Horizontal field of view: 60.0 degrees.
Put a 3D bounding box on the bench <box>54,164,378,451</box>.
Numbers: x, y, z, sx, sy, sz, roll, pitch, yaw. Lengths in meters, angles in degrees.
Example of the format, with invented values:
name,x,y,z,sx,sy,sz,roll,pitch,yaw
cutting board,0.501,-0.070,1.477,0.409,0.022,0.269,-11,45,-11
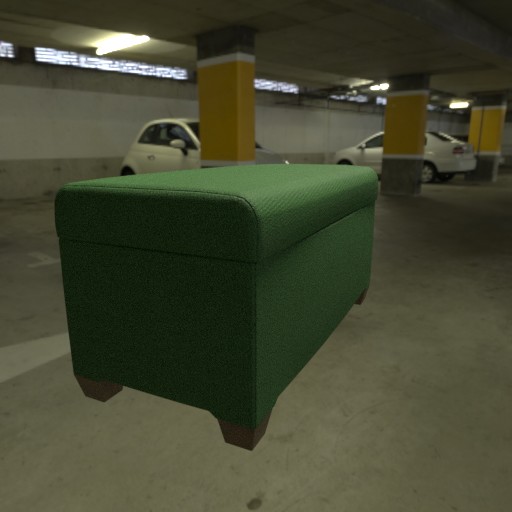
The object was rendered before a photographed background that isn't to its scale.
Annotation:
name,x,y,z,sx,sy,sz,roll,pitch,yaw
bench,0.000,0.000,1.276,0.505,0.501,0.989,7,16,25
